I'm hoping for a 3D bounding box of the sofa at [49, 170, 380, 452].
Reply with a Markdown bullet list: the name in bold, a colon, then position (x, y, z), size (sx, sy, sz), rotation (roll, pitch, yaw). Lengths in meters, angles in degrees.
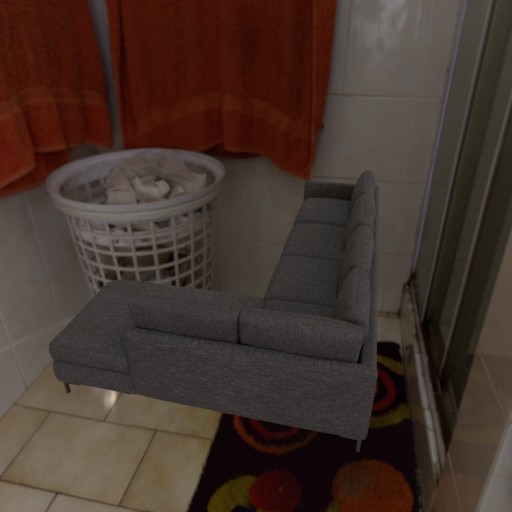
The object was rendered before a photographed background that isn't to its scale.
- **sofa**: position (0.000, 0.000, 3.804), size (2.007, 0.815, 2.949), rotation (7, 30, 12)
